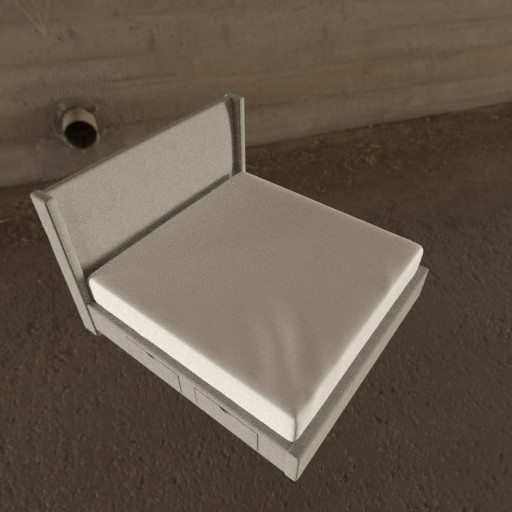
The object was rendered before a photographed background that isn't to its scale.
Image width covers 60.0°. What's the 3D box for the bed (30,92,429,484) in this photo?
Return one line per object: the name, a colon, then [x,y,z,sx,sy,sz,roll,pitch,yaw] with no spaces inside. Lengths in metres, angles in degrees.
bed: [0.000,0.000,3.642,2.280,1.470,2.140,27,49,26]
